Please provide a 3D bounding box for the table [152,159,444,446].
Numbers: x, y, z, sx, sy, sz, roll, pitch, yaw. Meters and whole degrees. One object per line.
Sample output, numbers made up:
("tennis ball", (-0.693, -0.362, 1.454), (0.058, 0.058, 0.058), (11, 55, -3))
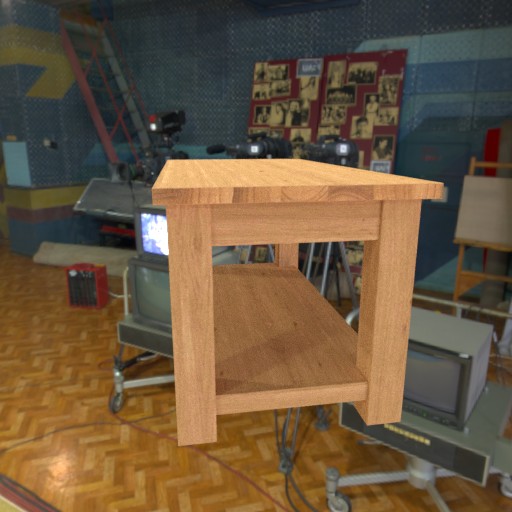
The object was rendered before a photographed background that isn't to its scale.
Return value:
("table", (0.000, 0.000, 1.149), (0.450, 0.452, 0.899), (-2, 15, -9))
